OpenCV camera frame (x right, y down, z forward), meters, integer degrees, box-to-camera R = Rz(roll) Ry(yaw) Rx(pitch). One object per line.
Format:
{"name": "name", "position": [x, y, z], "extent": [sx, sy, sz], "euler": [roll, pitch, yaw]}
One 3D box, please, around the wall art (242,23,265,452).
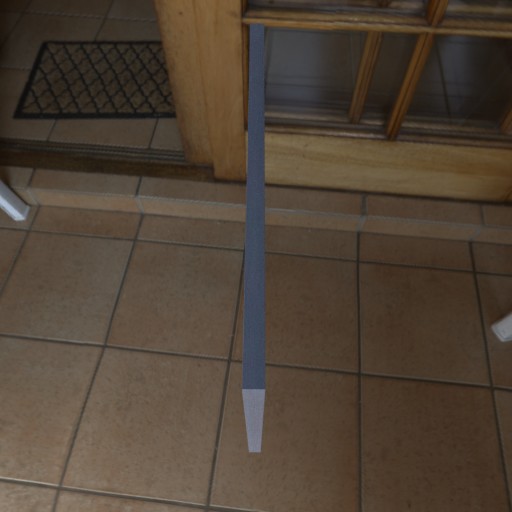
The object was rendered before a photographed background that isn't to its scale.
{"name": "wall art", "position": [0.000, 0.000, 0.886], "extent": [0.026, 0.558, 0.660], "euler": [0, 60, 0]}
